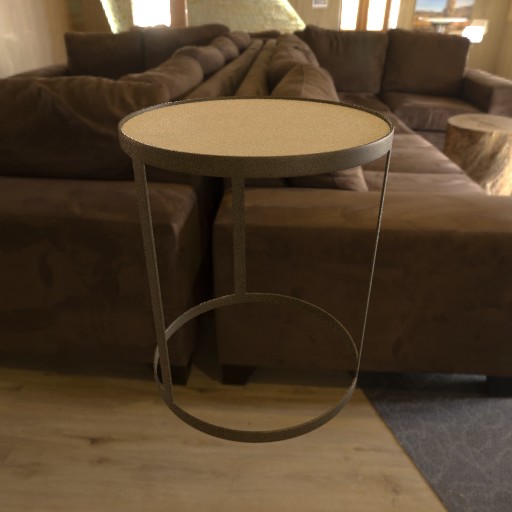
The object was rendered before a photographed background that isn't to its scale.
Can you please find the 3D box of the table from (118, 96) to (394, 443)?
[{"bbox_3d":[0.000,0.000,0.933,0.480,0.565,0.480,0,29,0],"label":"table"}]
